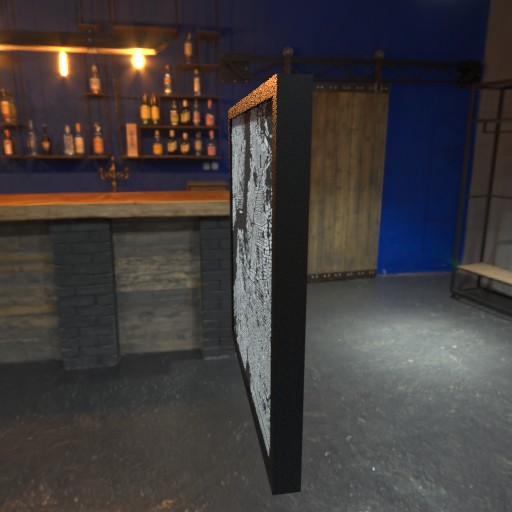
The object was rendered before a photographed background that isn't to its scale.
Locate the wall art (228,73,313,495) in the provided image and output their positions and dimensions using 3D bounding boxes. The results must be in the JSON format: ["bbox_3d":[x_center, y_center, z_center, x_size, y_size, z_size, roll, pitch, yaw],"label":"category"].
[{"bbox_3d":[0.000,0.000,0.752,0.038,0.506,0.506,-2,14,-9],"label":"wall art"}]
